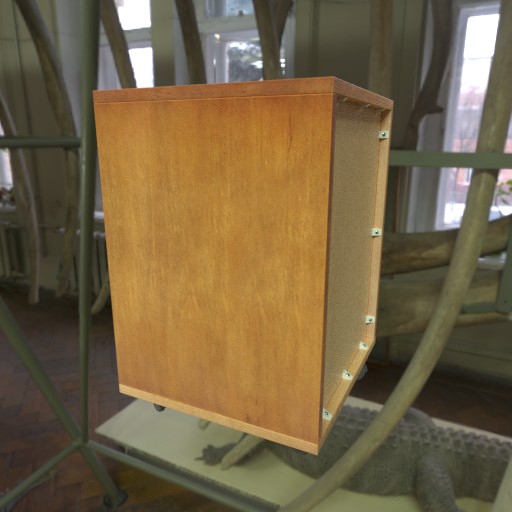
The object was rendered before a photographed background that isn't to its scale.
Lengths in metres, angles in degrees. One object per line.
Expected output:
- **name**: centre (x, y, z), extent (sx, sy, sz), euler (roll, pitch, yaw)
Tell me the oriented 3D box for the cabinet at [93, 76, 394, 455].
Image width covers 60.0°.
- **cabinet**: centre (0.000, 0.000, 0.853), extent (0.401, 0.579, 0.409), euler (7, 17, 25)
